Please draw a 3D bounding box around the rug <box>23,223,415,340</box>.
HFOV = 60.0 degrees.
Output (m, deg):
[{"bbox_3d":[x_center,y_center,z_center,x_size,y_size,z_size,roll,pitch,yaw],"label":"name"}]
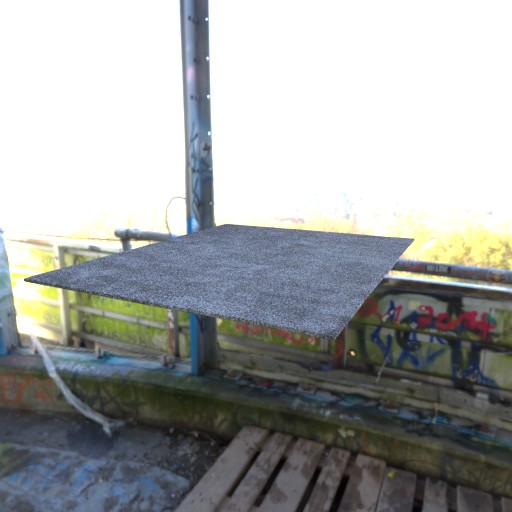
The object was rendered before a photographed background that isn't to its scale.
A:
[{"bbox_3d":[0.000,0.000,4.088,2.401,0.025,3.000,6,14,26],"label":"rug"}]
